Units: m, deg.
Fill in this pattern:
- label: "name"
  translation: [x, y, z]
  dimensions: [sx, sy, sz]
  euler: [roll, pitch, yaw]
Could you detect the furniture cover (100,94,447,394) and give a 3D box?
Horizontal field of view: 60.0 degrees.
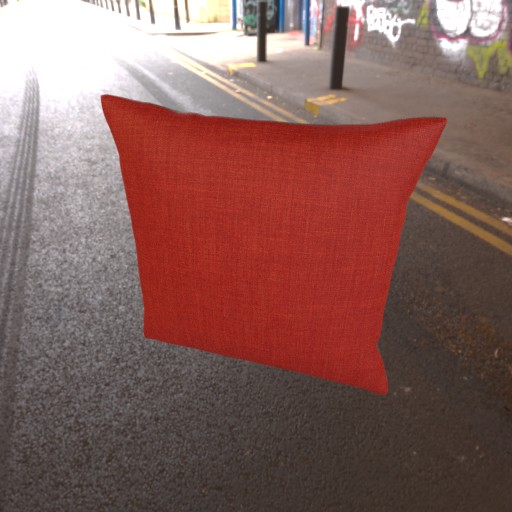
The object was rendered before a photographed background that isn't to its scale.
- label: "furniture cover"
  translation: [0.000, 0.000, 0.764]
  dimensions: [0.517, 0.508, 0.158]
  euler: [9, 33, 15]
